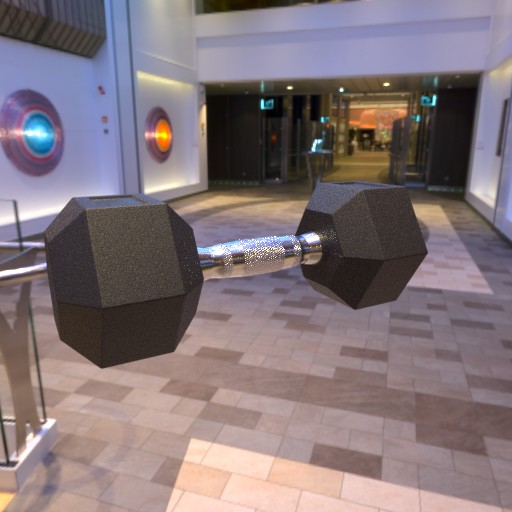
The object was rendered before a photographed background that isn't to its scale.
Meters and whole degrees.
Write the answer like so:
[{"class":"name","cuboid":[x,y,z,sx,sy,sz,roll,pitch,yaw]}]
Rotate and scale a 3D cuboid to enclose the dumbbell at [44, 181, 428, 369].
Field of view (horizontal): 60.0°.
[{"class":"dumbbell","cuboid":[0.000,0.000,0.421,0.356,0.123,0.141,-8,17,-28]}]
